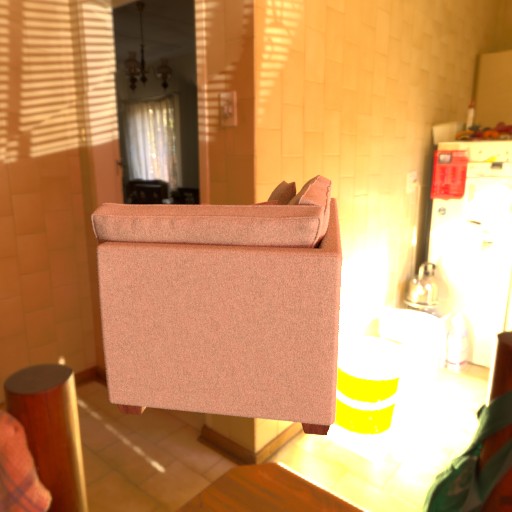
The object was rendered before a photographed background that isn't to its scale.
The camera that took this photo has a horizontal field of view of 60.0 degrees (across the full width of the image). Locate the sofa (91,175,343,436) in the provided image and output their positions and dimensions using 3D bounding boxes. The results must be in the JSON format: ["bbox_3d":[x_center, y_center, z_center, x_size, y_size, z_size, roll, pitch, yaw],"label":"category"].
[{"bbox_3d":[0.000,0.000,2.866,1.061,0.962,2.317,2,13,9],"label":"sofa"}]
